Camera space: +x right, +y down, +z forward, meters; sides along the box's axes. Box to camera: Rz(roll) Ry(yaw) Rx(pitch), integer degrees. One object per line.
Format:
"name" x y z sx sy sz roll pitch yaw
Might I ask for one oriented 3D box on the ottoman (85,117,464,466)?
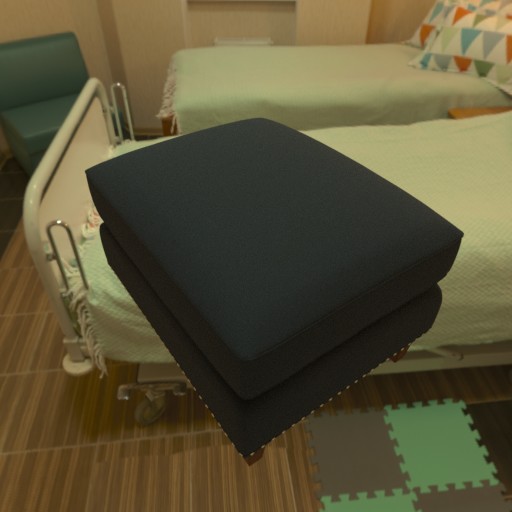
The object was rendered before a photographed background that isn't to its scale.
"ottoman" 0.000 0.000 1.140 0.584 0.513 0.741 -25 46 -26
